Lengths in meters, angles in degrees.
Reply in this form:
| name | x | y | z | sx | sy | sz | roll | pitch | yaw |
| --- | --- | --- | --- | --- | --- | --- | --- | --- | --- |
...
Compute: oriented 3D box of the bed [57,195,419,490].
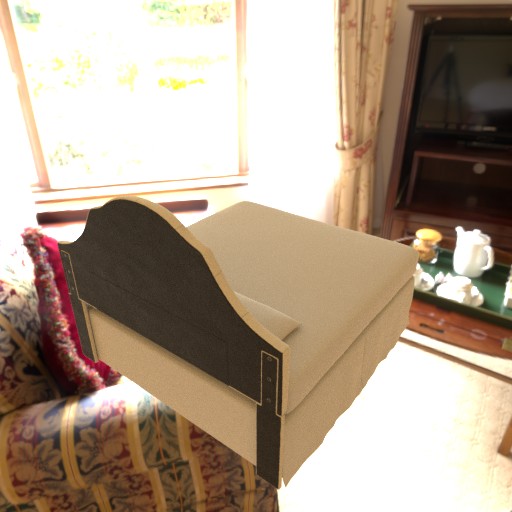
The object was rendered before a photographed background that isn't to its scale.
| name | x | y | z | sx | sy | sz | roll | pitch | yaw |
| --- | --- | --- | --- | --- | --- | --- | --- | --- | --- |
| bed | 0.000 | 0.000 | 3.432 | 2.012 | 1.555 | 2.086 | 20 | 34 | 32 |
